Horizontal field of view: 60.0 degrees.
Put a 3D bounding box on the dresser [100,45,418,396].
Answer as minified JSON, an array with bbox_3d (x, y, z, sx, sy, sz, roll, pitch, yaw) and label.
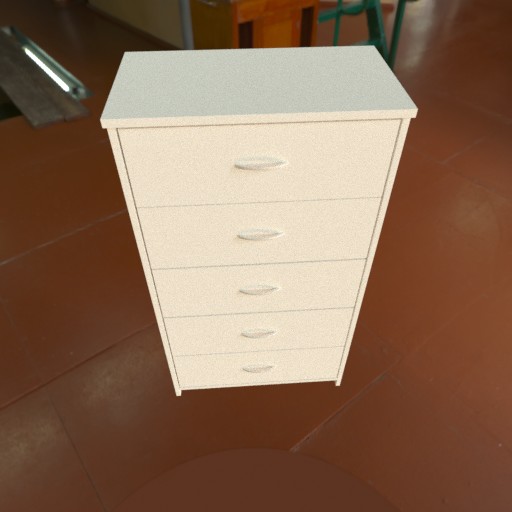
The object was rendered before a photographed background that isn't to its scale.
[{"bbox_3d":[0.000,0.000,1.552,0.704,1.255,0.399,-3,45,-3],"label":"dresser"}]
